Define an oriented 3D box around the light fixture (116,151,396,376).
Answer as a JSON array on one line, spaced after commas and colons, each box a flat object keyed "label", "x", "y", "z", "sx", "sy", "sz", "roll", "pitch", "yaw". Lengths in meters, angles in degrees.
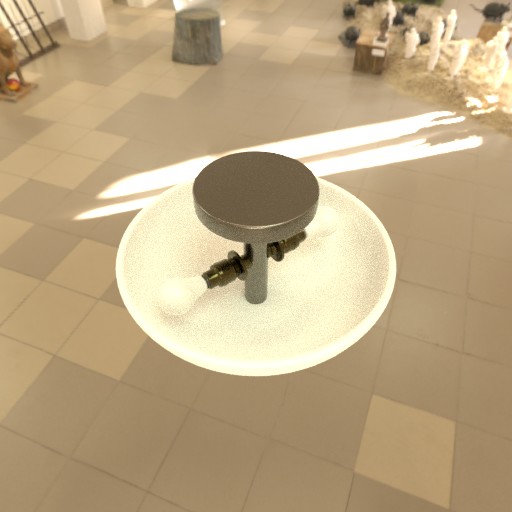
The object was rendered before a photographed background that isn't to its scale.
[{"label": "light fixture", "x": 0.000, "y": 0.000, "z": 0.545, "sx": 0.330, "sy": 0.214, "sz": 0.330, "roll": 0, "pitch": 45, "yaw": 0}]
